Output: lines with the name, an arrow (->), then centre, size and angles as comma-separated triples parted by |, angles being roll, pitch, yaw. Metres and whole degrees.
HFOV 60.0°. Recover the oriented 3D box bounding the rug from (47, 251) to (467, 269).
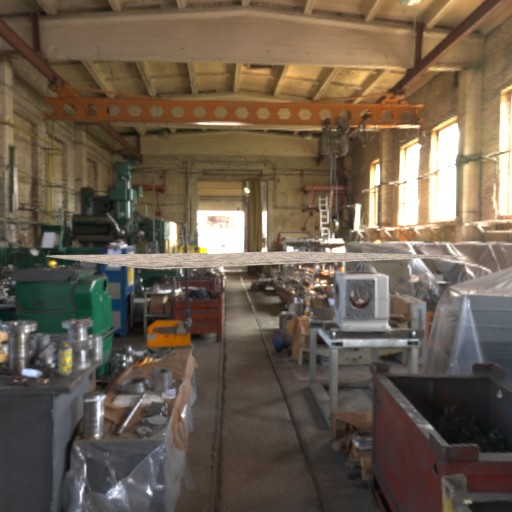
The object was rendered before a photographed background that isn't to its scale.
rug -> 0.000, 0.000, 4.228 | 3.205, 0.015, 2.437 | -1, 2, -37
